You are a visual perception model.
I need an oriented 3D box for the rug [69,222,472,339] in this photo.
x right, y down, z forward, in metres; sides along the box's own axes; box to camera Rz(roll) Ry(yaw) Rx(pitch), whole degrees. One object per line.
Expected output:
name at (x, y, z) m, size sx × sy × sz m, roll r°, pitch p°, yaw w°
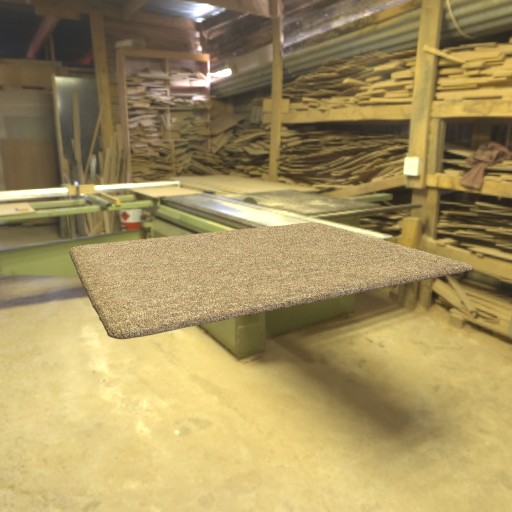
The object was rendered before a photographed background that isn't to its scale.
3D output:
rug at (0.000, 0.000, 3.864) m, size 2.873 × 0.050 × 2.242 m, roll -8°, pitch 17°, yaw -27°
